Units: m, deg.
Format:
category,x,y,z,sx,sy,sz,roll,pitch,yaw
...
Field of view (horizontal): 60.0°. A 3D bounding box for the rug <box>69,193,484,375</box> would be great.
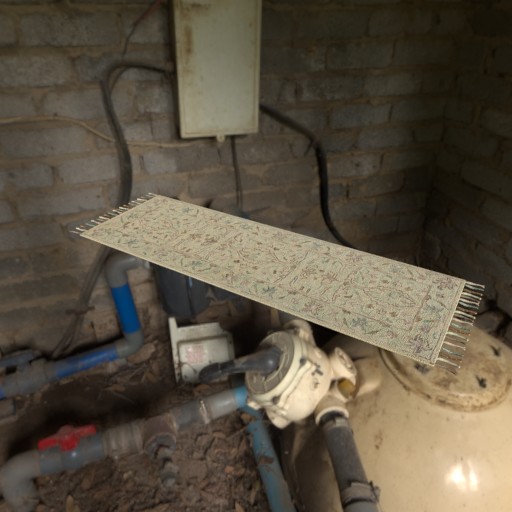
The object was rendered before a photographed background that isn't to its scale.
category,x,y,z,sx,sy,sz,roll,pitch,yaw
rug,0.000,0.000,2.667,2.440,0.013,0.769,18,35,27
